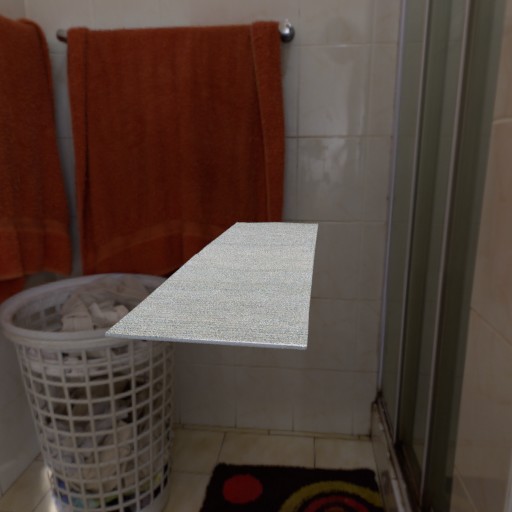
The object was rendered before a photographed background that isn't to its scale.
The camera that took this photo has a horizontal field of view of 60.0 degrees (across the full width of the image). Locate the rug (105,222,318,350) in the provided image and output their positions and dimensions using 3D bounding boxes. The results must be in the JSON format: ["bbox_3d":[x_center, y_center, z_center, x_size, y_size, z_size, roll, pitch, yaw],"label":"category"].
[{"bbox_3d":[0.000,0.000,2.553,0.675,0.037,2.341,2,14,8],"label":"rug"}]
